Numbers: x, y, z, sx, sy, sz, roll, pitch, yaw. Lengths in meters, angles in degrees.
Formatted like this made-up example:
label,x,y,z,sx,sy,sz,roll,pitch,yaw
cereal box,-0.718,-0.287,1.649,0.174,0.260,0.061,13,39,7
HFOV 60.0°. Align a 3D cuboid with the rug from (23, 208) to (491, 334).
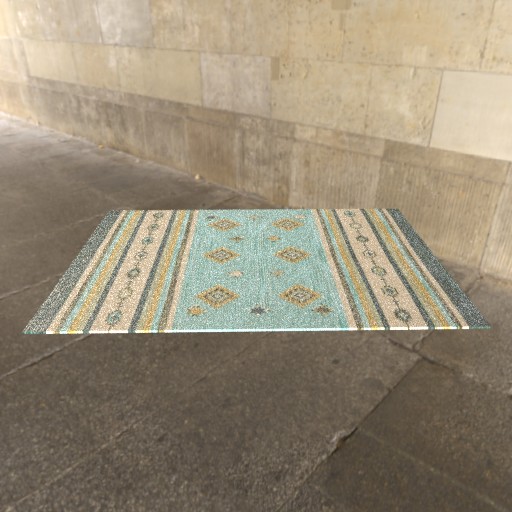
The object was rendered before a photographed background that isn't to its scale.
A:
label,x,y,z,sx,sy,sz,roll,pitch,yaw
rug,0.000,0.000,2.247,1.811,0.010,1.212,-1,28,-1
